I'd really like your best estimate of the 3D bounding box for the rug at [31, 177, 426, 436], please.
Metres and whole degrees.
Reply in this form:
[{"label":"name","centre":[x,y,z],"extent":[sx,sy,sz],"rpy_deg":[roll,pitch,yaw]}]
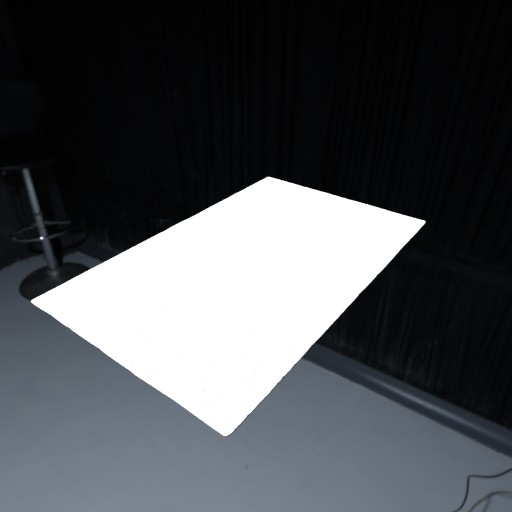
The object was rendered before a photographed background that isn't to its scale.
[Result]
[{"label":"rug","centre":[0.000,0.000,3.076],"extent":[1.546,0.010,2.442],"rpy_deg":[22,38,31]}]
